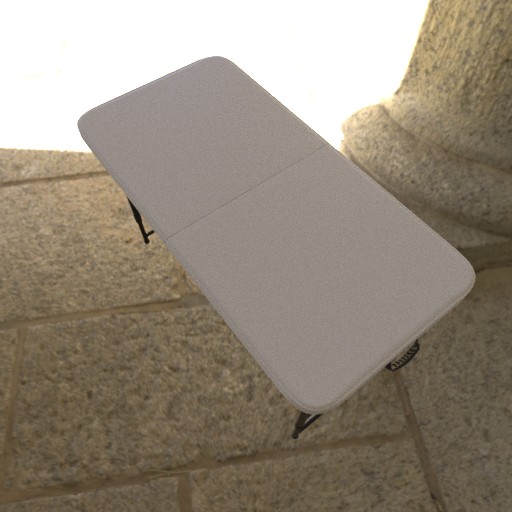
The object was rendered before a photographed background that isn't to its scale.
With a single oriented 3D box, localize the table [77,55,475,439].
[{"bbox_3d":[0.000,0.000,1.615,0.611,0.737,1.245,-33,64,-19],"label":"table"}]
